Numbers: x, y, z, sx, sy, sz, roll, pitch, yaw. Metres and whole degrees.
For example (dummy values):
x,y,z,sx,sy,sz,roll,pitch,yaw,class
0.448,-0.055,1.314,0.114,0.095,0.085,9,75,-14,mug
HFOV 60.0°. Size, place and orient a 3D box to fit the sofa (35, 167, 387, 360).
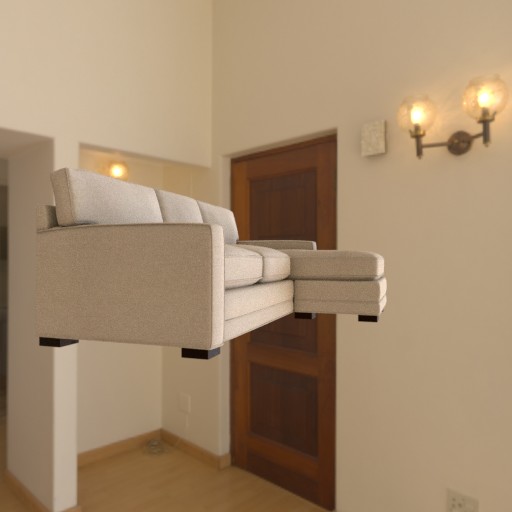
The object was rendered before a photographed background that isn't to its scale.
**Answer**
x,y,z,sx,sy,sz,roll,pitch,yaw,class
0.000,0.000,2.831,1.496,0.861,2.087,0,0,19,sofa
